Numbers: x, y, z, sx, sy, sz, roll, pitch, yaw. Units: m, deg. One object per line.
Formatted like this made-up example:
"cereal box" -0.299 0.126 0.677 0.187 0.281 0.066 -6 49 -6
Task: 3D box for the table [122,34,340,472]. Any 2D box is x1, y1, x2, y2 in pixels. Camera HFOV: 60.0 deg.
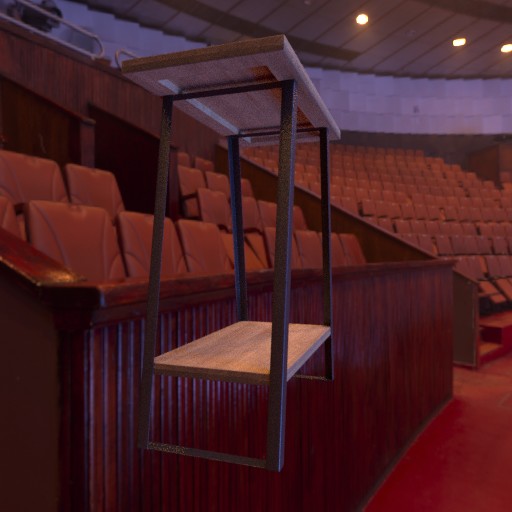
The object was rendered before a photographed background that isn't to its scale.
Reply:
"table" 0.000 0.000 1.026 0.300 0.701 0.599 0 1 19
